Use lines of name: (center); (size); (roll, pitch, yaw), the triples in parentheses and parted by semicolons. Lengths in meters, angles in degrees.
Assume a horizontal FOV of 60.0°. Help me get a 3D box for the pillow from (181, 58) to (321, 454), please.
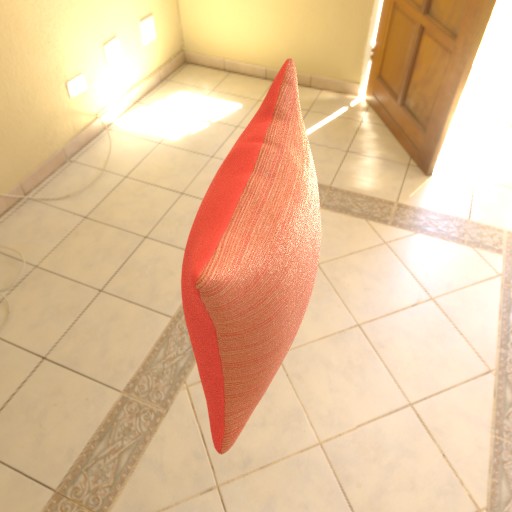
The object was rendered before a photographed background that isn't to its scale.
pillow: (0.000, 0.000, 0.817); (0.229, 0.501, 0.559); (10, 49, 9)
